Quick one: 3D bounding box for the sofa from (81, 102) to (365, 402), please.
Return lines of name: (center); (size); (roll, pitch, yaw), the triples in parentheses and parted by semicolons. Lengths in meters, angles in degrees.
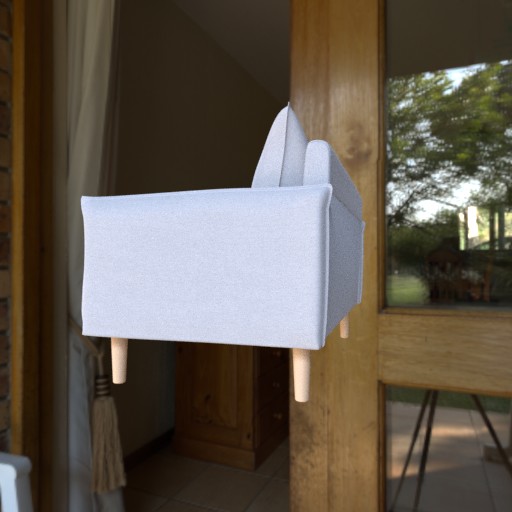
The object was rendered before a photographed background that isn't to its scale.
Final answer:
sofa: (0.000, 0.000, 1.881); (0.820, 0.840, 1.300); (0, 0, 18)
